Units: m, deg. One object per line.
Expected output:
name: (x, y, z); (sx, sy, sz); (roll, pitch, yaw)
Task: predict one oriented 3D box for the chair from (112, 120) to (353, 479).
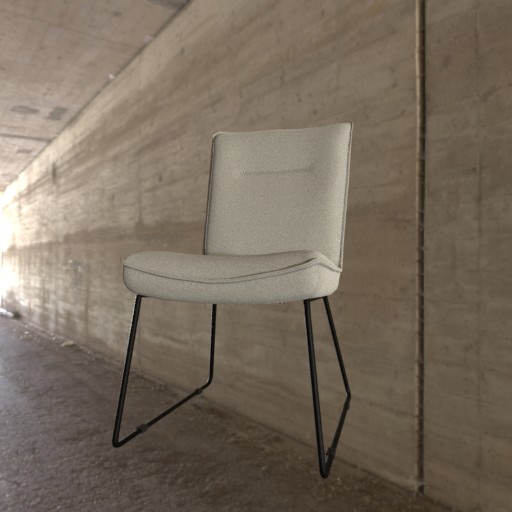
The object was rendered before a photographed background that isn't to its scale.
chair: (0.000, 0.000, 1.299); (0.515, 0.930, 0.688); (0, 0, 17)
